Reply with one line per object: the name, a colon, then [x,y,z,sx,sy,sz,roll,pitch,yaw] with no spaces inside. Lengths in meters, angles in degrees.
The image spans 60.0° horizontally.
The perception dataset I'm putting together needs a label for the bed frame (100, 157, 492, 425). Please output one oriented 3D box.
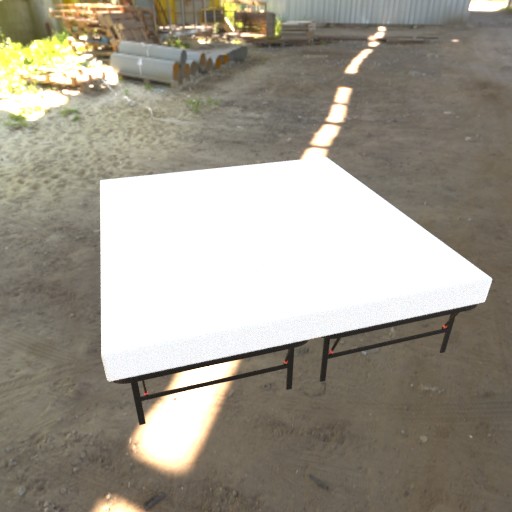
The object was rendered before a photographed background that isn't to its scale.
bed frame: [0.000,0.000,3.015,1.930,0.559,2.032,-9,32,-14]
